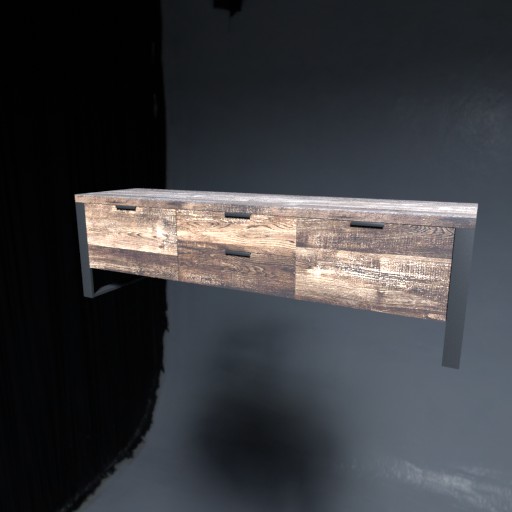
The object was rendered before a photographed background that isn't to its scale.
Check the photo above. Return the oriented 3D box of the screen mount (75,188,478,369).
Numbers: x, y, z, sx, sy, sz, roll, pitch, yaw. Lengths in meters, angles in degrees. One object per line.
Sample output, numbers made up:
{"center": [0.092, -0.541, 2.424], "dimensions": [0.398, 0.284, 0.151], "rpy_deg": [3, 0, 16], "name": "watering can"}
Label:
{"center": [0.000, 0.000, 1.749], "dimensions": [1.524, 0.450, 0.395], "rpy_deg": [6, 15, 26], "name": "screen mount"}
